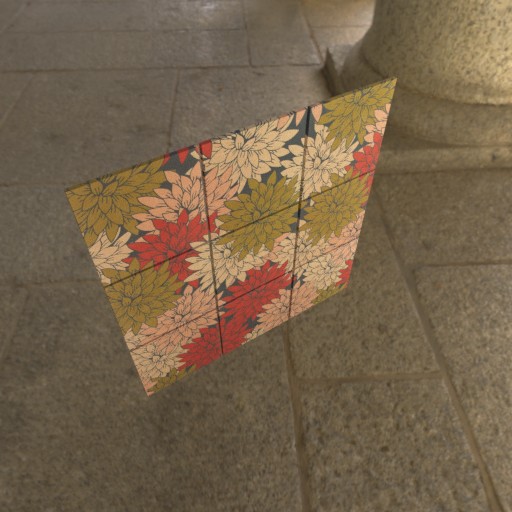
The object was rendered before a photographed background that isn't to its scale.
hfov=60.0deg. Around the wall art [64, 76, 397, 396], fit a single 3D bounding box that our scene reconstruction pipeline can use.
[{"bbox_3d":[0.000,0.000,1.382,0.904,0.913,0.013,-25,52,-21],"label":"wall art"}]
